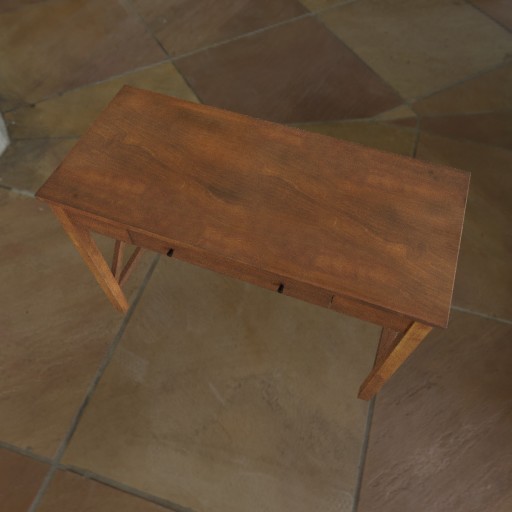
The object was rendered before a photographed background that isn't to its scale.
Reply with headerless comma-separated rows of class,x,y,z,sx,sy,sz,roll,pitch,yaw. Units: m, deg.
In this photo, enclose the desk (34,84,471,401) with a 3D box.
desk,0.000,0.000,1.563,1.117,0.762,0.508,18,60,11
